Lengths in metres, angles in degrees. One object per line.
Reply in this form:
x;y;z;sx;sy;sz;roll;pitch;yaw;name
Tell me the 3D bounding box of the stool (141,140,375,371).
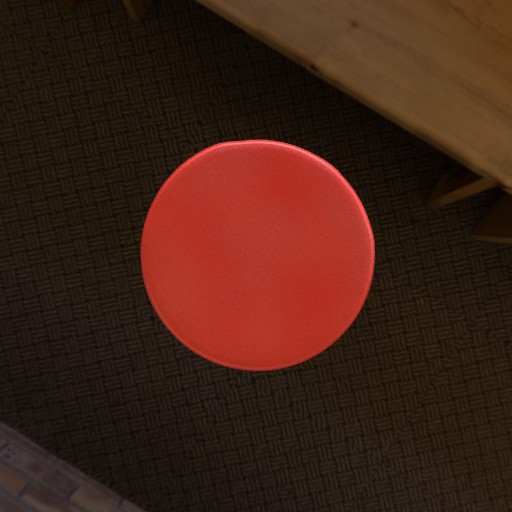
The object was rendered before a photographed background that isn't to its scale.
0.000;0.000;0.690;0.381;0.365;0.382;0;92;0;stool
